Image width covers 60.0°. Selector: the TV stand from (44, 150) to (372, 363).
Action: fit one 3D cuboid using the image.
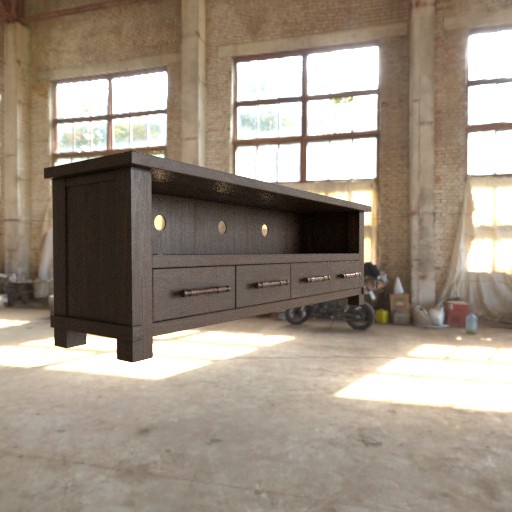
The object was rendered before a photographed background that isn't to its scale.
[{"bbox_3d":[0.000,0.000,2.146,0.471,0.615,1.866,0,1,35],"label":"TV stand"}]
